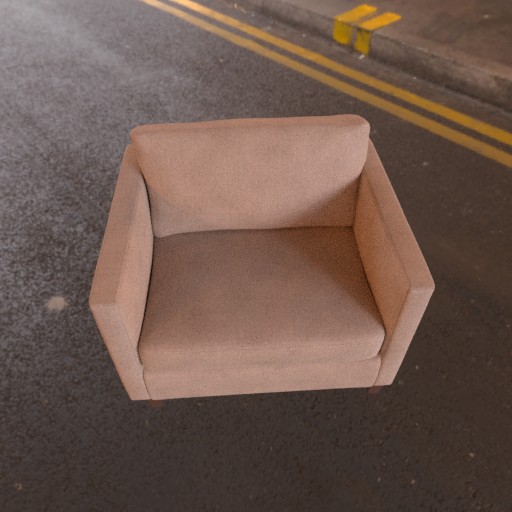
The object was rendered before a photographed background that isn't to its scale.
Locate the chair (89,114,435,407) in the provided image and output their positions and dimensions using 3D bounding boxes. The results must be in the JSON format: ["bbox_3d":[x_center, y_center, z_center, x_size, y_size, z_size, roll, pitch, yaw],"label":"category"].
[{"bbox_3d":[0.000,0.000,1.896,1.133,0.961,0.959,-3,46,-3],"label":"chair"}]
